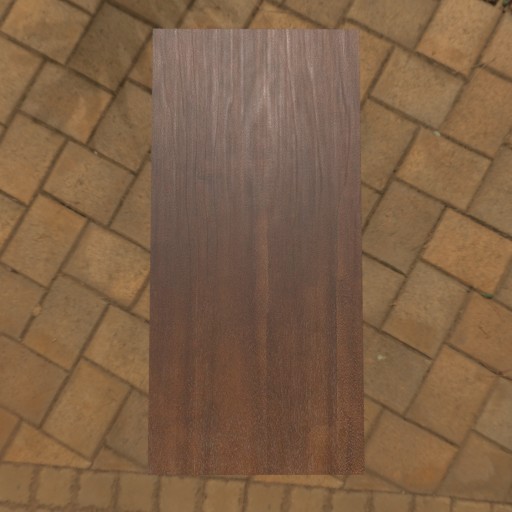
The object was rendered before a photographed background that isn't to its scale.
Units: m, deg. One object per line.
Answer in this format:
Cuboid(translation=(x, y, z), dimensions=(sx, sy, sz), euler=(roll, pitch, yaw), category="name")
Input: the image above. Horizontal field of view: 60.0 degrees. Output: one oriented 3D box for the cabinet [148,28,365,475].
Cuboid(translation=(0.000, 0.000, 1.064), dimensions=(0.354, 0.654, 0.743), euler=(0, 87, 0), category="cabinet")
